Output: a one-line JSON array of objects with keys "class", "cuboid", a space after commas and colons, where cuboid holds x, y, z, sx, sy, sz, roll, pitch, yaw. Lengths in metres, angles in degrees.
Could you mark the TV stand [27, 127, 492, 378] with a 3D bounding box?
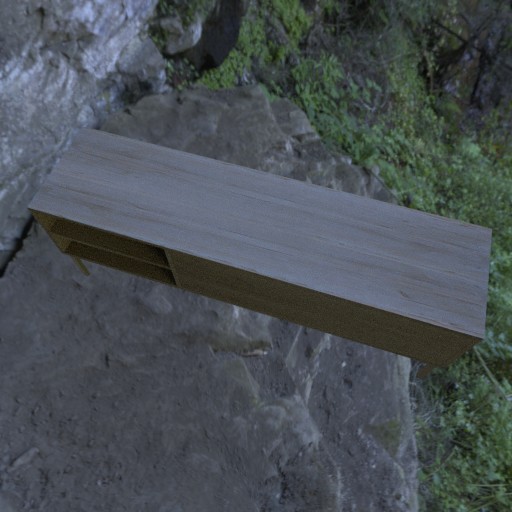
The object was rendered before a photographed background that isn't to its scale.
[{"class": "TV stand", "cuboid": [0.000, 0.000, 1.813, 1.600, 0.550, 0.420, 16, 62, 9]}]
